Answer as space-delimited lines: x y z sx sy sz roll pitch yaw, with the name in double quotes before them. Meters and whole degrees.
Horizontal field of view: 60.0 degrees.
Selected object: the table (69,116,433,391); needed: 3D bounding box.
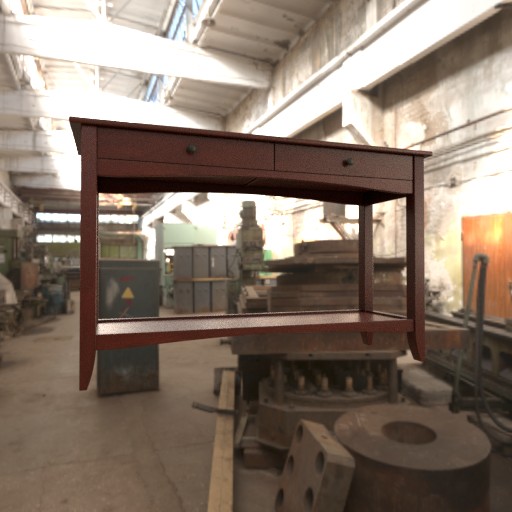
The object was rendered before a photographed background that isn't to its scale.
"table" 0.000 0.000 1.553 1.188 0.739 0.392 0 -1 -19
